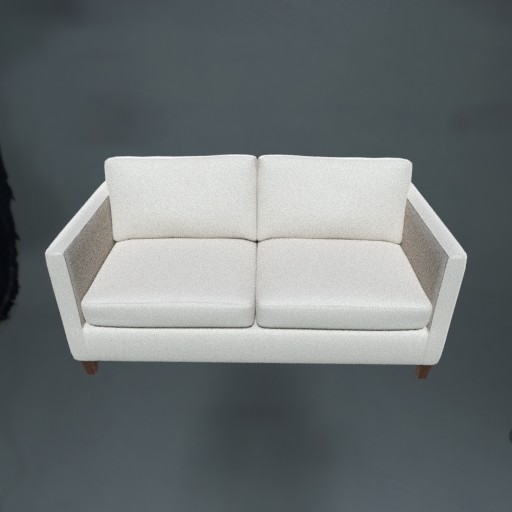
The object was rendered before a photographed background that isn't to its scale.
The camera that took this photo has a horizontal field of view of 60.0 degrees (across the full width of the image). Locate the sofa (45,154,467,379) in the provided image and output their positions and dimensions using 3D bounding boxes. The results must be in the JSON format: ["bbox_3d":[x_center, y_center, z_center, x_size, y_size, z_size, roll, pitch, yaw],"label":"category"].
[{"bbox_3d":[0.000,0.000,2.241,1.722,0.888,0.873,0,31,1],"label":"sofa"}]
